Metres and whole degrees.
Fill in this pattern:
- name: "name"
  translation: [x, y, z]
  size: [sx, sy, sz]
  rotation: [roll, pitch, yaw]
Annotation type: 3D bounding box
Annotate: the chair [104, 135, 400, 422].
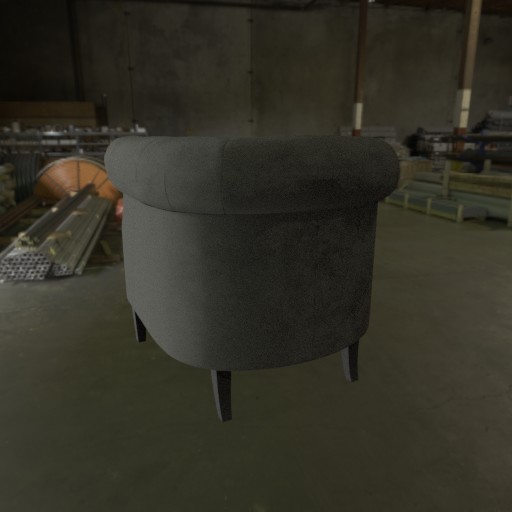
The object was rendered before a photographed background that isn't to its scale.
- name: "chair"
  translation: [0.000, 0.000, 1.565]
  size: [0.904, 0.826, 0.851]
  rotation: [-8, 17, -26]
